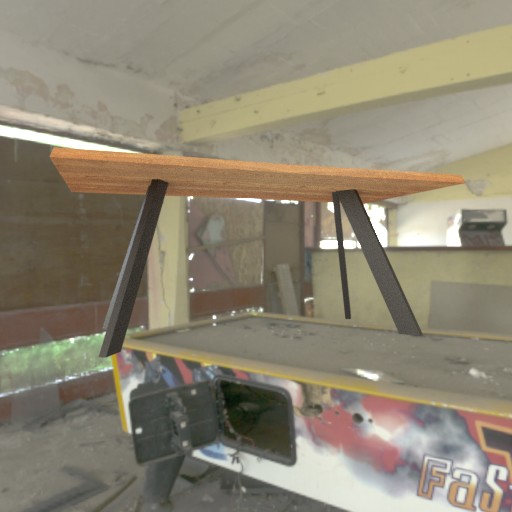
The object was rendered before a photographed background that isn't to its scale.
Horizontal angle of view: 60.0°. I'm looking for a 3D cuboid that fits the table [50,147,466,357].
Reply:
[{"bbox_3d":[0.000,0.000,2.245,1.800,0.770,0.900,0,0,-18],"label":"table"}]
